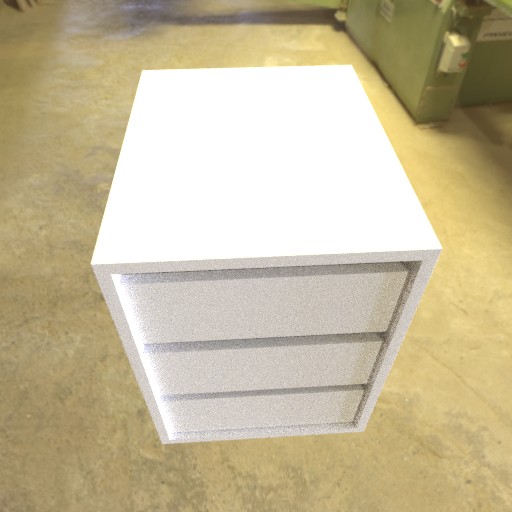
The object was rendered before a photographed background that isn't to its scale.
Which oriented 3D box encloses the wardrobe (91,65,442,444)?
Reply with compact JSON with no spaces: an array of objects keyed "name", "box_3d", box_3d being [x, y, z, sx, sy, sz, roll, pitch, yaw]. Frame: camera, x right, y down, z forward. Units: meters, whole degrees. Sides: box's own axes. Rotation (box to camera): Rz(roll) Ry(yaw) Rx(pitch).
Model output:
[{"name":"wardrobe","box_3d":[0.000,0.000,0.861,0.400,0.520,0.500,-3,46,-2]}]
